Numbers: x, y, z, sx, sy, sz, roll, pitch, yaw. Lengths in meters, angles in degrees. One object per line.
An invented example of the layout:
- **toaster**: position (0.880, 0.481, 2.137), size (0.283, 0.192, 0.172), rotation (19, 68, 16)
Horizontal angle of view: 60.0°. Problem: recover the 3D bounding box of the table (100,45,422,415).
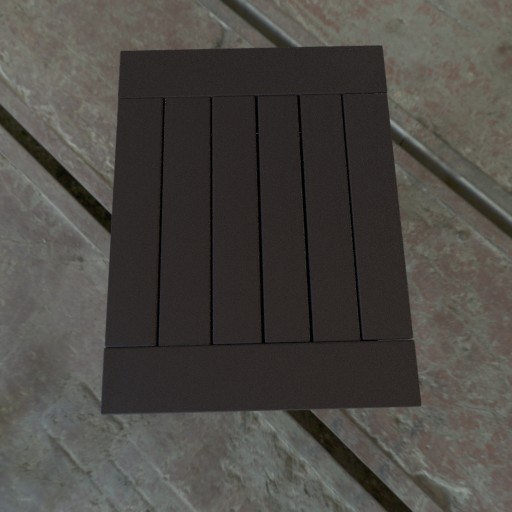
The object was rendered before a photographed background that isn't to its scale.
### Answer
- **table**: position (0.000, 0.000, 0.995), size (0.460, 0.605, 0.602), rotation (-1, 76, 0)
